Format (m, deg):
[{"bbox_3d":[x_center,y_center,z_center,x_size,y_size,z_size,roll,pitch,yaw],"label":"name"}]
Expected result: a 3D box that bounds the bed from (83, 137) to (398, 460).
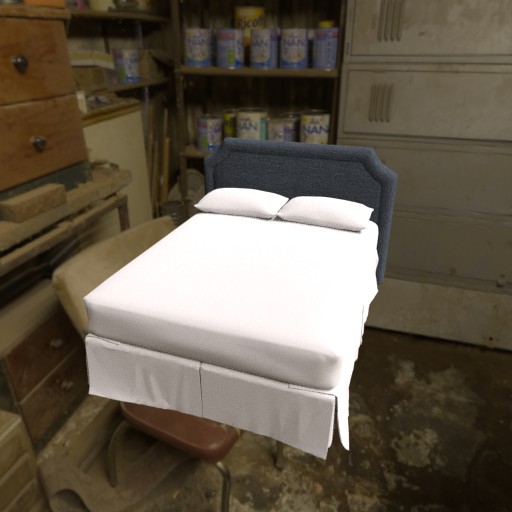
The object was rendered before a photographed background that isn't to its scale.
[{"bbox_3d":[0.000,0.000,3.353,1.828,1.297,2.208,9,27,18],"label":"bed"}]
